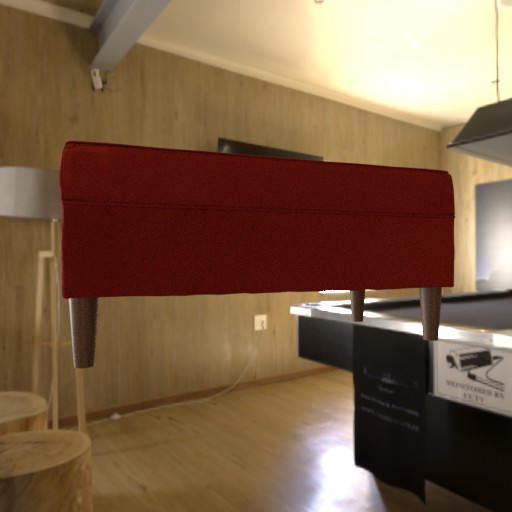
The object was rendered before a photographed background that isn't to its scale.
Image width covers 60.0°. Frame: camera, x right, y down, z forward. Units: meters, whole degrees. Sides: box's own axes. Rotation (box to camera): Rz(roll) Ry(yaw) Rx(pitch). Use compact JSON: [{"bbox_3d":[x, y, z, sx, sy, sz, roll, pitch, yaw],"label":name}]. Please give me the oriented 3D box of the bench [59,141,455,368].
[{"bbox_3d":[0.000,0.000,1.277,1.016,0.471,0.492,0,0,-20],"label":"bench"}]
